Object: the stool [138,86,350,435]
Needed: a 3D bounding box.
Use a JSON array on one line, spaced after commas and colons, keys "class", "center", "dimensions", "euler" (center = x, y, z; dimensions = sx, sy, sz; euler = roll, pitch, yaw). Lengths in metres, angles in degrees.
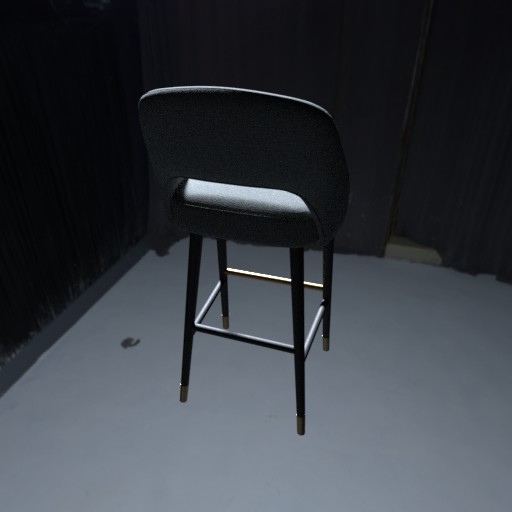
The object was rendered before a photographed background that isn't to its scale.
[{"class": "stool", "center": [0.000, 0.000, 1.398], "dimensions": [0.536, 1.089, 0.524], "euler": [10, 32, 16]}]
